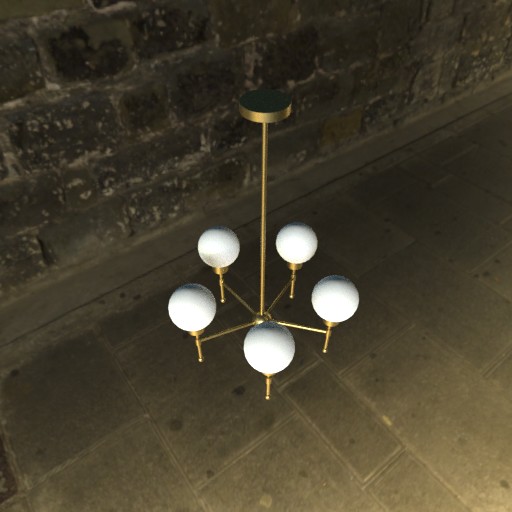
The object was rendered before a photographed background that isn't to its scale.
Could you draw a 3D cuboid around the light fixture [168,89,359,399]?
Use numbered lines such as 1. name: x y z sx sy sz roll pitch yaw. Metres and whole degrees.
1. light fixture: 0.000 0.000 1.825 0.785 1.331 0.815 -16 47 -16
